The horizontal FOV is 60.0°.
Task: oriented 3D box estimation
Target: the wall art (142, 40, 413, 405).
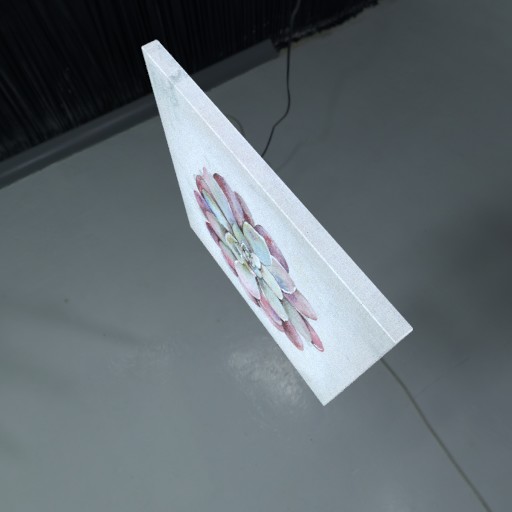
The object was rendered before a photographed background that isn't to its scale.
[{"bbox_3d":[0.000,0.000,1.132,0.041,0.762,0.762,-33,69,-14],"label":"wall art"}]
